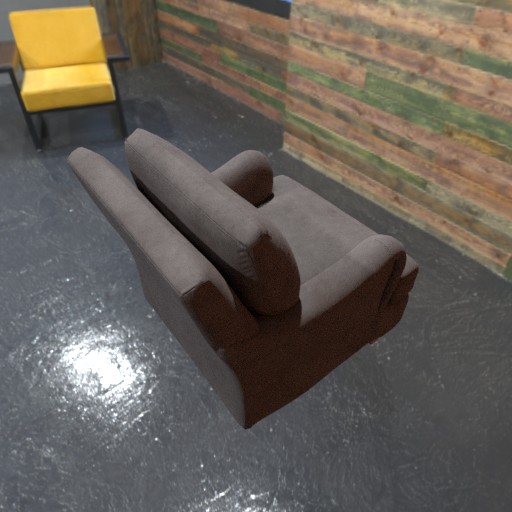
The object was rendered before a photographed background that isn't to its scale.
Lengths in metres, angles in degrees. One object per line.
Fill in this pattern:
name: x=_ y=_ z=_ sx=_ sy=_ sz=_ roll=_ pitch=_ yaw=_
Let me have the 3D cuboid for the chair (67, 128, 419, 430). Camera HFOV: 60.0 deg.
chair: x=0.000 y=0.000 z=1.844 sx=1.070 sy=0.997 sz=0.955 roll=-25 pitch=47 yaw=-27
